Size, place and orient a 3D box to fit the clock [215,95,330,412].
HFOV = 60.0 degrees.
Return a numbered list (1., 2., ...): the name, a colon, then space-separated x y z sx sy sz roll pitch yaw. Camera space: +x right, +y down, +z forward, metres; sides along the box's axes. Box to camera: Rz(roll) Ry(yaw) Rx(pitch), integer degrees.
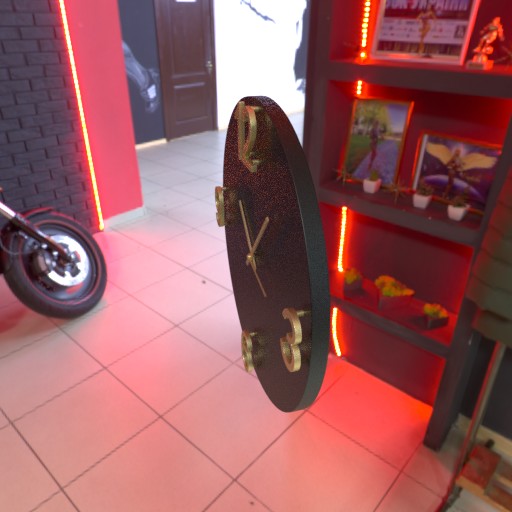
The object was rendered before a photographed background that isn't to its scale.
1. clock: 0.000 0.000 0.668 0.038 0.454 0.454 -8 29 -14
